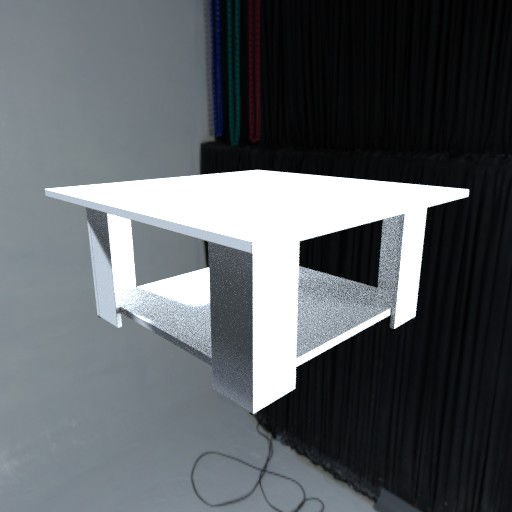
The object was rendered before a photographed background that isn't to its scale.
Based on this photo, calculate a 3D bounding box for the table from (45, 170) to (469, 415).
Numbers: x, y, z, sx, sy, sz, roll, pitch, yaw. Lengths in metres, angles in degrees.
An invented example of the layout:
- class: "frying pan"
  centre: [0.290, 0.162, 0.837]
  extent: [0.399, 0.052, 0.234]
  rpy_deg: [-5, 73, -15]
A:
- class: "table"
  centre: [0.000, 0.000, 1.032]
  extent: [0.670, 0.305, 0.670]
  rpy_deg: [-15, 22, -42]
